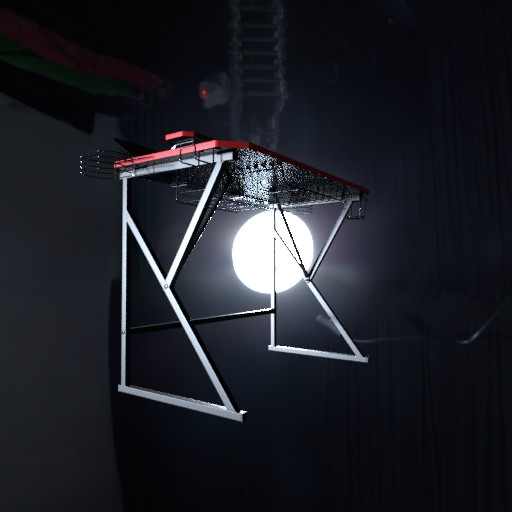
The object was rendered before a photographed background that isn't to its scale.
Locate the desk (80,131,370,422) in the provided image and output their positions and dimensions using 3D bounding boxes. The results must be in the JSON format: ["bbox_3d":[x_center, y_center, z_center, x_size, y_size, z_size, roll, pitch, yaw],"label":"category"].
[{"bbox_3d":[0.000,0.000,1.727,0.588,0.913,1.280,-1,-2,35],"label":"desk"}]
